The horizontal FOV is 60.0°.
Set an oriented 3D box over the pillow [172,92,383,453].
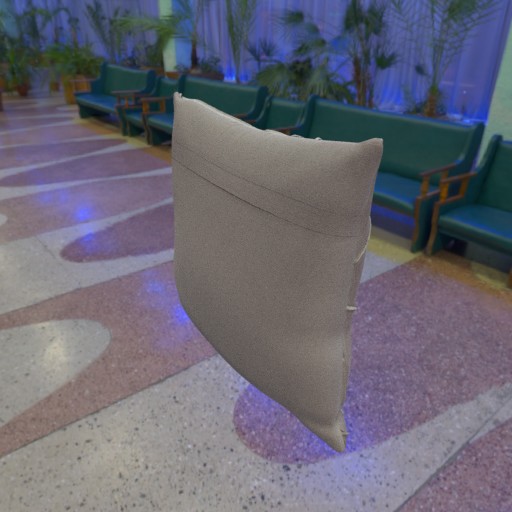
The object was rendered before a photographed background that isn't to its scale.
[{"bbox_3d":[0.000,0.000,0.680,0.185,0.440,0.439,-20,34,-32],"label":"pillow"}]
